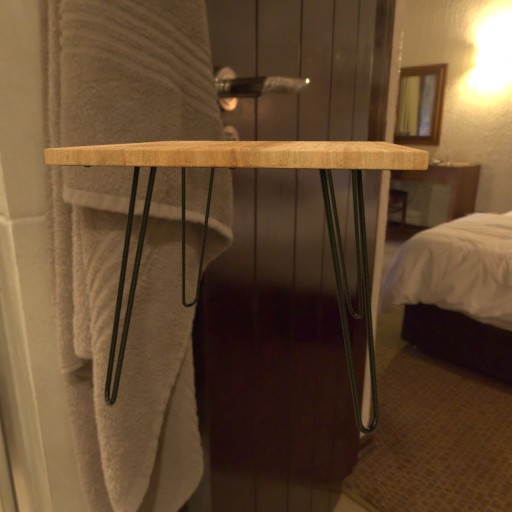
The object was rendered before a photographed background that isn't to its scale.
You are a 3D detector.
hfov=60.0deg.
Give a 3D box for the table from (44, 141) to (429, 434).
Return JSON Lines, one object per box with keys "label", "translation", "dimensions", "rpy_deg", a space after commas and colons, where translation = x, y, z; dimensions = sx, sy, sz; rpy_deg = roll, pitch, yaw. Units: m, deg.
{"label": "table", "translation": [0.000, 0.000, 1.023], "dimensions": [0.599, 0.500, 0.599], "rpy_deg": [3, 16, 9]}
